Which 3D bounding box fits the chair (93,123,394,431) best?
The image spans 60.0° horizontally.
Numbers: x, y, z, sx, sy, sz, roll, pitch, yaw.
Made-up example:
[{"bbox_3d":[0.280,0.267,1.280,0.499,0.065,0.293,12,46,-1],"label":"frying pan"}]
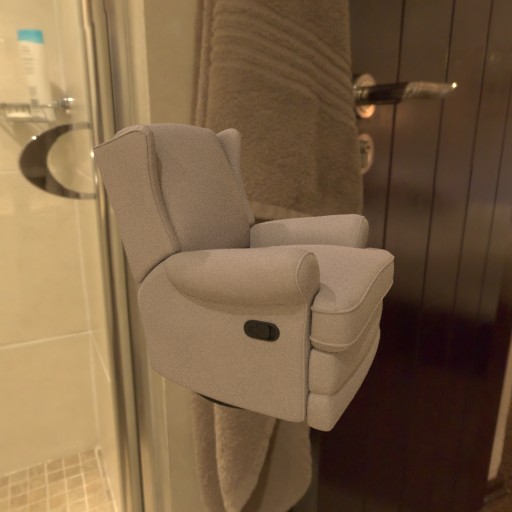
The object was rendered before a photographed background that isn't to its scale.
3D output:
[{"bbox_3d":[0.000,0.000,1.744,0.969,1.011,0.847,7,16,25],"label":"chair"}]
